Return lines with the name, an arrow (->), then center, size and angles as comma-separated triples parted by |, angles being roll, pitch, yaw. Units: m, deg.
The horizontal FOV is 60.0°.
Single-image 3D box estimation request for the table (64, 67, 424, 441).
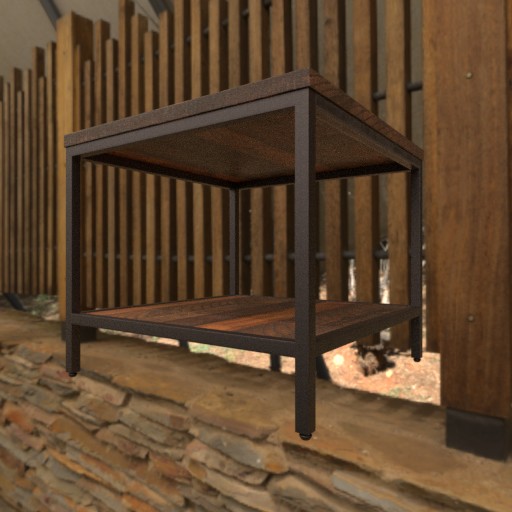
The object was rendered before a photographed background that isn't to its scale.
table -> 0.000, 0.000, 0.948 | 0.553, 0.482, 0.548 | 0, 0, 35
